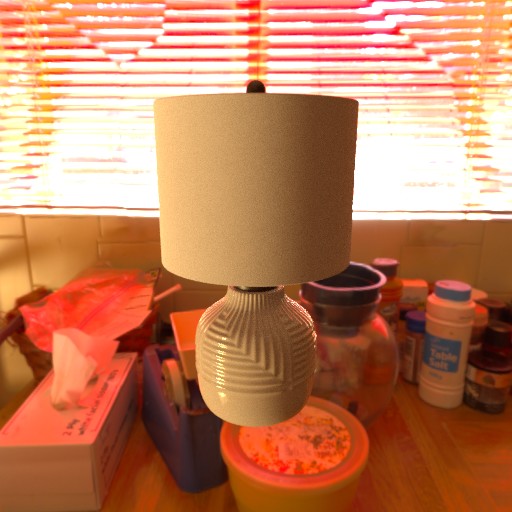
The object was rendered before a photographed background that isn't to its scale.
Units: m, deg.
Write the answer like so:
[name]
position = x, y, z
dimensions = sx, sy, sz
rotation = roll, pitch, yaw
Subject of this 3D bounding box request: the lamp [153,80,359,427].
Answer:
[lamp]
position = 0.000, 0.000, 0.763
dimensions = 0.318, 0.567, 0.318
rotation = 0, 15, 0
